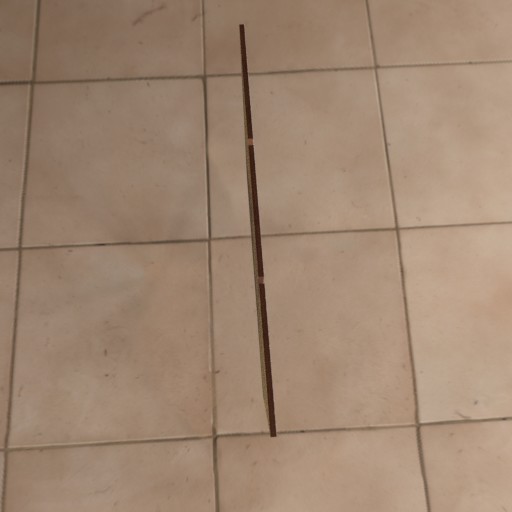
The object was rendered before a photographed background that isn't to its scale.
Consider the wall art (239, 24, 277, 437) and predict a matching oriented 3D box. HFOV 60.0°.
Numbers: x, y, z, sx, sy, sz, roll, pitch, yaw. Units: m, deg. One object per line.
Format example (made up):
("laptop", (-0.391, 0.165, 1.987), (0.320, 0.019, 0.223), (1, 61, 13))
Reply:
("wall art", (0.000, 0.000, 1.900), (0.017, 1.246, 1.256), (-4, 77, -1))
